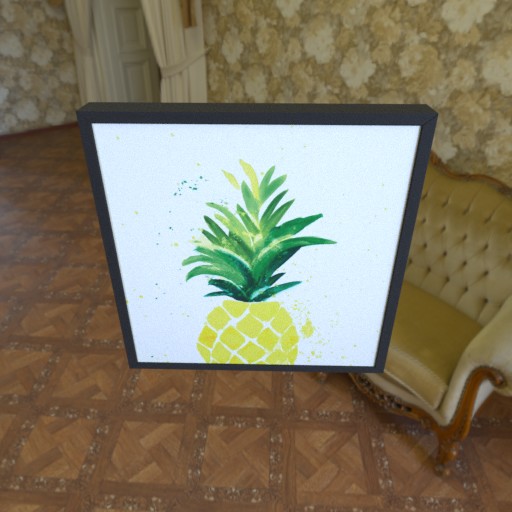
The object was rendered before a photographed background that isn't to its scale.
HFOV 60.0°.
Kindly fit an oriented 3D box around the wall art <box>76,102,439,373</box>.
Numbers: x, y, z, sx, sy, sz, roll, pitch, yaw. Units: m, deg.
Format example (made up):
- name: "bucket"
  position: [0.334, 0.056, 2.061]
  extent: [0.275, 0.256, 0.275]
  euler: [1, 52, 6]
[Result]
- name: "wall art"
  position: [0.000, 0.000, 0.466]
  extent: [0.305, 0.304, 0.033]
  euler: [1, 32, 1]
